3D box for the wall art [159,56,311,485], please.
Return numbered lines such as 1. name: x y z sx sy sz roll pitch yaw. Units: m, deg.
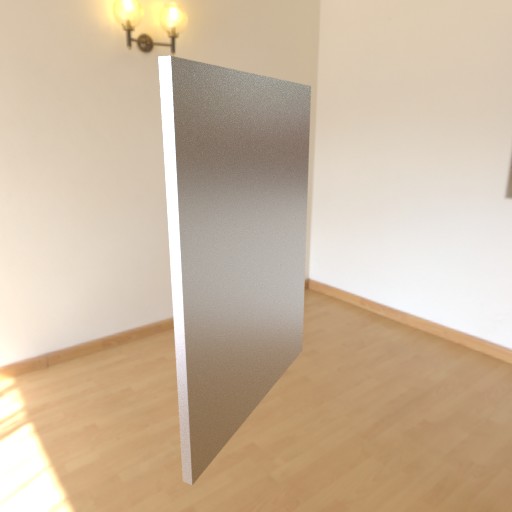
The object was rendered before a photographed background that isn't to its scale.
1. wall art: 0.000 0.000 1.381 0.030 1.046 0.816 8 18 25
